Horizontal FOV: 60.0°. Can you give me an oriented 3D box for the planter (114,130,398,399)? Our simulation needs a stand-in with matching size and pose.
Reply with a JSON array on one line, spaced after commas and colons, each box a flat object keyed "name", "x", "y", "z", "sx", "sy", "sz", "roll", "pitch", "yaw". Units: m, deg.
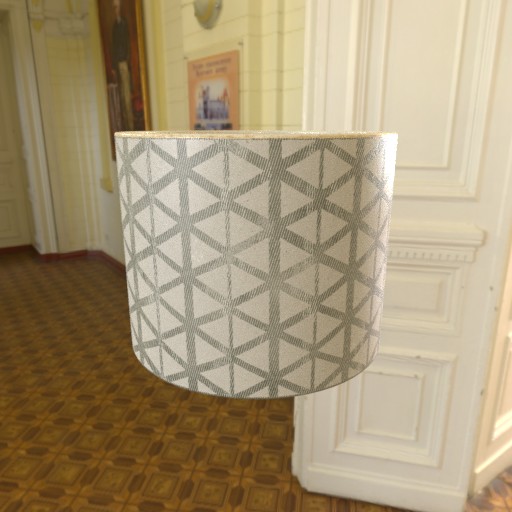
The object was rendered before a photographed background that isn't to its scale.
[{"name": "planter", "x": 0.000, "y": 0.000, "z": 0.442, "sx": 0.250, "sy": 0.239, "sz": 0.250, "roll": 0, "pitch": 16, "yaw": 0}]
